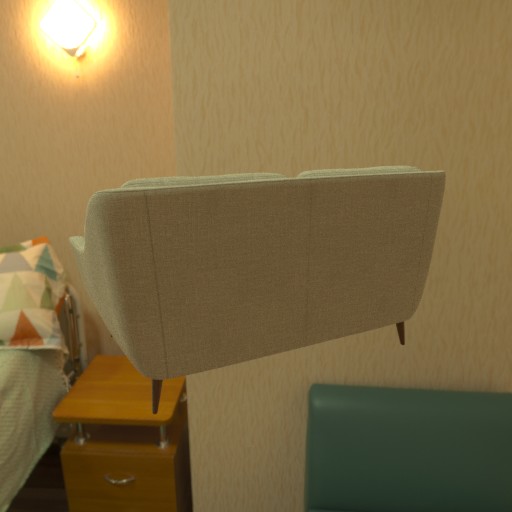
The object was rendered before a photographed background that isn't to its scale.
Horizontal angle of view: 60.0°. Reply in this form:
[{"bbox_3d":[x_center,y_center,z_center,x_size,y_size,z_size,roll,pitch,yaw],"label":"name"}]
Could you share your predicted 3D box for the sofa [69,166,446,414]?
[{"bbox_3d":[0.000,0.000,2.209,1.652,0.888,0.965,-8,18,-25],"label":"sofa"}]
